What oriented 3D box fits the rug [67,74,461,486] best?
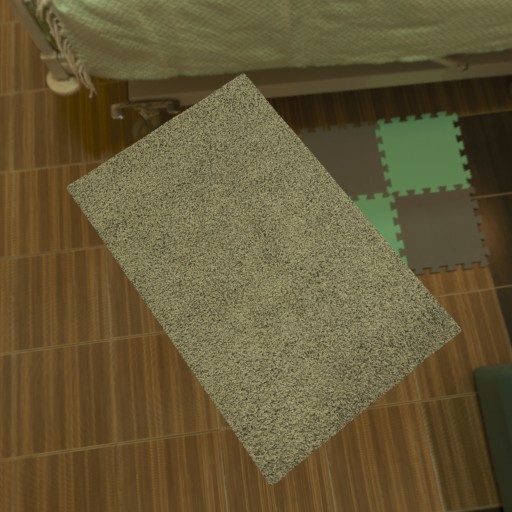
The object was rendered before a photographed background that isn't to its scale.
[{"bbox_3d":[0.000,0.000,3.431,1.778,0.030,2.743,-36,78,-8],"label":"rug"}]
